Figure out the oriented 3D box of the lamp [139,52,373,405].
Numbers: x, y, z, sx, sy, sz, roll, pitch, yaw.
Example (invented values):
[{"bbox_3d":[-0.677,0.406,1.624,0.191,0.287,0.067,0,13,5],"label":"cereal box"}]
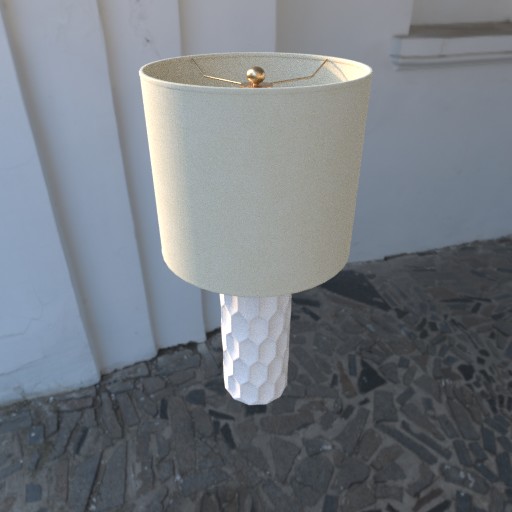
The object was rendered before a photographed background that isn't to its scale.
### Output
[{"bbox_3d":[0.000,0.000,0.676,0.277,0.537,0.277,-2,31,-3],"label":"lamp"}]
